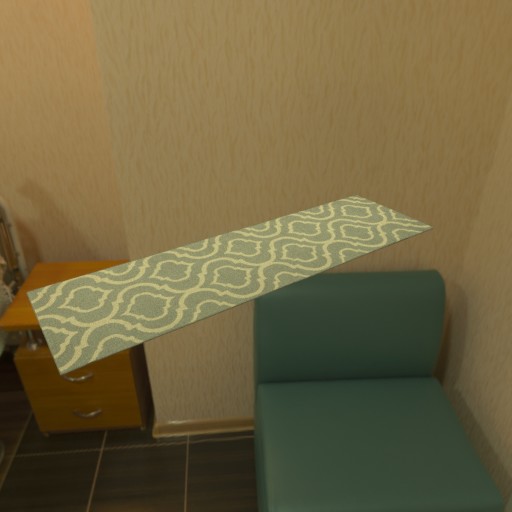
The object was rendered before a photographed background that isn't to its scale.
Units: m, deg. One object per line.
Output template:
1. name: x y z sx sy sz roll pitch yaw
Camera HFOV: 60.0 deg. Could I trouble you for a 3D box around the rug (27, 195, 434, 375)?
1. rug: 0.000 0.000 2.497 2.275 0.009 0.684 -19 35 -29
